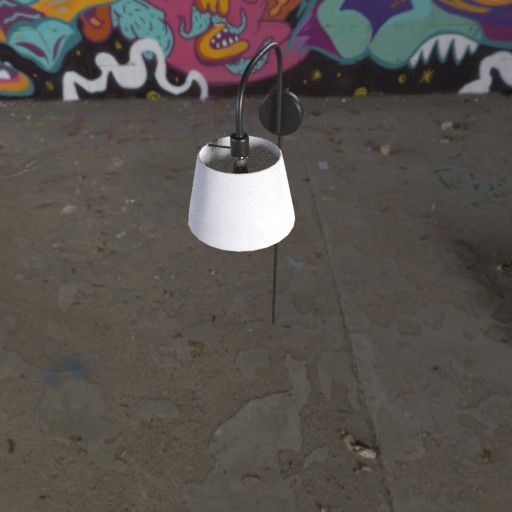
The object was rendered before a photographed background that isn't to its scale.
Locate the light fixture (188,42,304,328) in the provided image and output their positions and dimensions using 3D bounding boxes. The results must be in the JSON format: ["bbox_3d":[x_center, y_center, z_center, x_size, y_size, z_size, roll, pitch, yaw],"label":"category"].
[{"bbox_3d":[0.000,0.000,0.466,0.092,0.399,0.176,11,42,13],"label":"light fixture"}]
